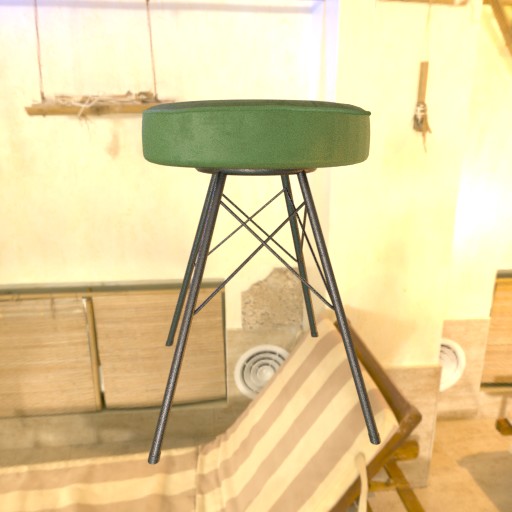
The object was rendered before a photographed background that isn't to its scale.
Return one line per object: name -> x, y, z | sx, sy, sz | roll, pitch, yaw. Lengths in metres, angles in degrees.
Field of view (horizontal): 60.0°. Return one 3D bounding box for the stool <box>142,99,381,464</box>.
stool -> 0.000, 0.000, 0.916 | 0.430, 0.595, 0.457 | -2, 16, -7
